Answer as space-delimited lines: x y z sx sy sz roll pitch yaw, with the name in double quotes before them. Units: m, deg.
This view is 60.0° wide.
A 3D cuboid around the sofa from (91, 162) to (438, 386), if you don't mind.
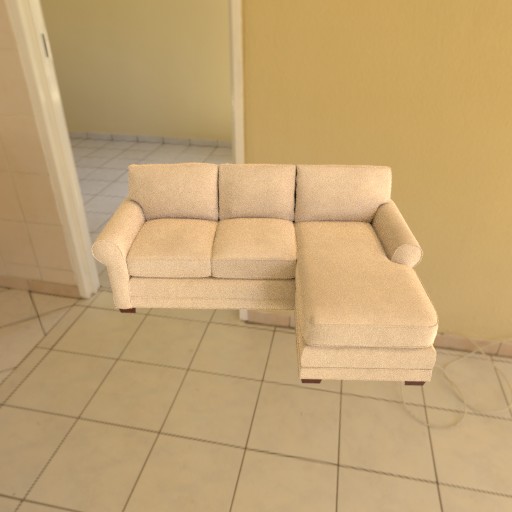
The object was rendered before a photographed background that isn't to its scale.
"sofa" 0.000 0.000 2.451 1.770 0.734 1.226 1 30 1
